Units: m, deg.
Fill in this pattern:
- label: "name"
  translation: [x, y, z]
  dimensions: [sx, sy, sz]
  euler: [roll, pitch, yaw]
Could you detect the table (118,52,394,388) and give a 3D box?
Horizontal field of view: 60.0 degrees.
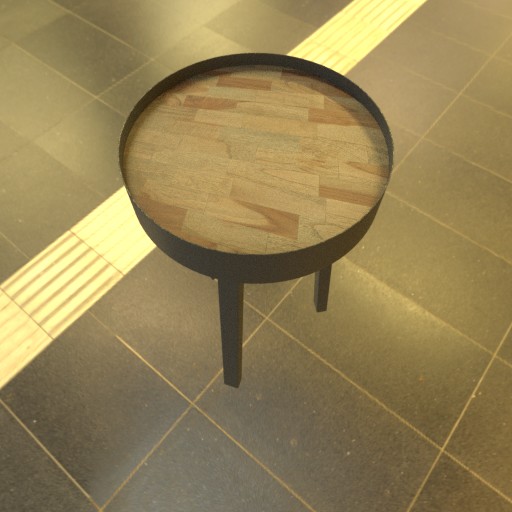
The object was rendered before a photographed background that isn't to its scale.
- label: "table"
  translation: [0.000, 0.000, 0.953]
  dimensions: [0.406, 0.686, 0.406]
  euler: [17, 61, 10]
